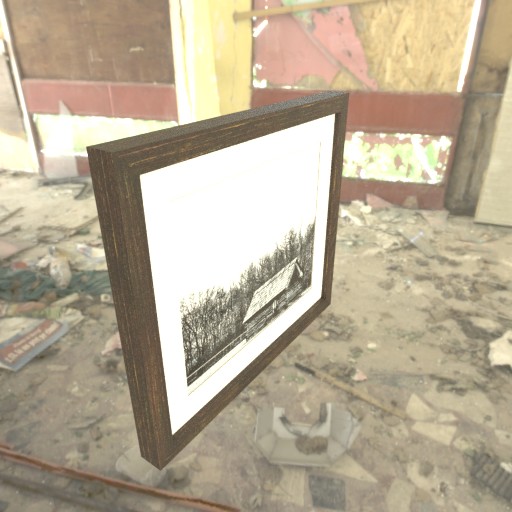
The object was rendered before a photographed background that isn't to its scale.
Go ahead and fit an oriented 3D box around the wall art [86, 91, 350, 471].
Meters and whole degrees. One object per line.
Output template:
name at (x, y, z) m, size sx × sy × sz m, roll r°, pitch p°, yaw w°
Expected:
wall art at (0.000, 0.000, 0.527) m, size 0.031 × 0.330 × 0.381 m, roll 18°, pitch 33°, yaw 31°
